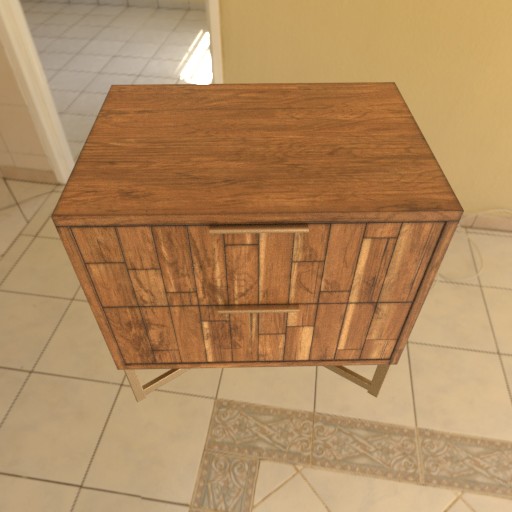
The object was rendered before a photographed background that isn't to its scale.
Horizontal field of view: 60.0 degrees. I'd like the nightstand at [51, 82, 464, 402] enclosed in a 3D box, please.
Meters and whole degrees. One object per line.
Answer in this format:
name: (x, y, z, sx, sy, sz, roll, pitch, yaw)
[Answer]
nightstand: (0.000, 0.000, 1.018, 0.610, 0.610, 0.446, -1, 46, -1)
